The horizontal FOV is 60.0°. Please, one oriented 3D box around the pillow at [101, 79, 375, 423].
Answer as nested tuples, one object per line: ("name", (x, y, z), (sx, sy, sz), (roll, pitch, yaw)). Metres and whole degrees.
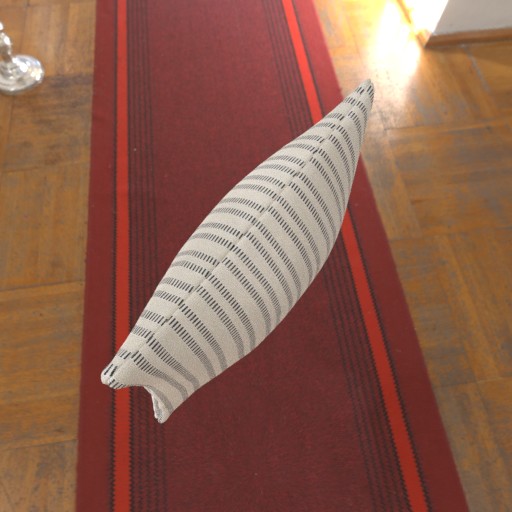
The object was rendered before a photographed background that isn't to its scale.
("pillow", (0.000, 0.000, 0.796), (0.210, 0.353, 0.640), (34, 69, 15))
